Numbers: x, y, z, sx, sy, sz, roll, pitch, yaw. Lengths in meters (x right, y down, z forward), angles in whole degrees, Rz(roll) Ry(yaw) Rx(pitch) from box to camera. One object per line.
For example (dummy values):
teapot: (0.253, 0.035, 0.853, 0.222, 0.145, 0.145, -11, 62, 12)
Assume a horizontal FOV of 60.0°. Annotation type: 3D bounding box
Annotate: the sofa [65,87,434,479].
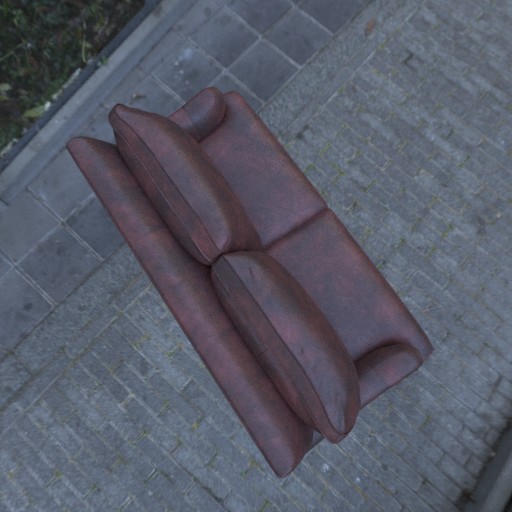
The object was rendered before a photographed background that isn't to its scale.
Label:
sofa: (0.000, 0.000, 2.704, 1.147, 1.071, 2.144, -34, 78, -8)
